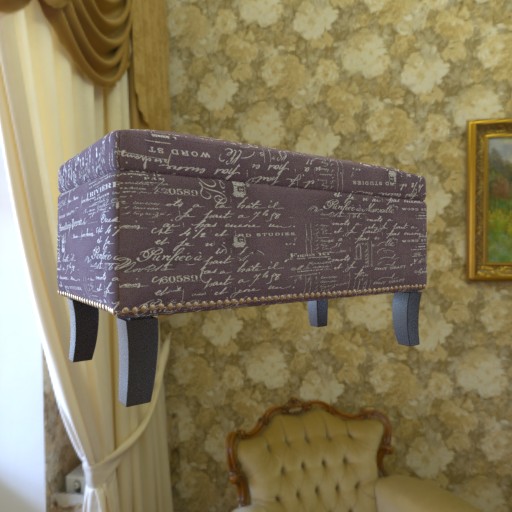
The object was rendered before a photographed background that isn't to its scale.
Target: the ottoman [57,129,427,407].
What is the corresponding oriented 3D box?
[{"bbox_3d":[0.000,0.000,1.057,0.813,0.457,0.406,-1,1,-36],"label":"ottoman"}]
